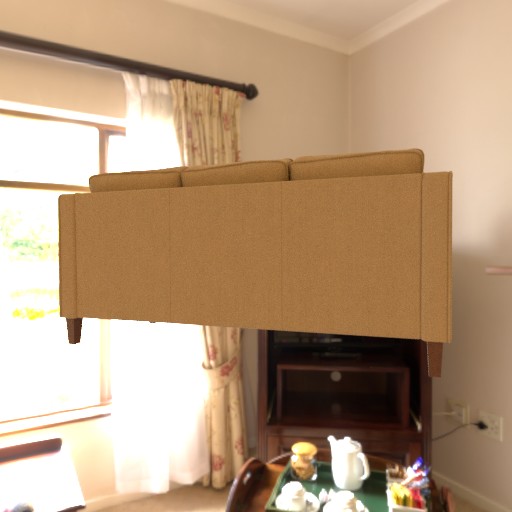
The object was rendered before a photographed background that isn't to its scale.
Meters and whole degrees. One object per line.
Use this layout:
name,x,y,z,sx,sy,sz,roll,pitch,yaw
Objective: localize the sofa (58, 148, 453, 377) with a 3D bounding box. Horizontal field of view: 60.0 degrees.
sofa,0.000,0.000,2.510,1.986,0.974,0.911,0,0,20
